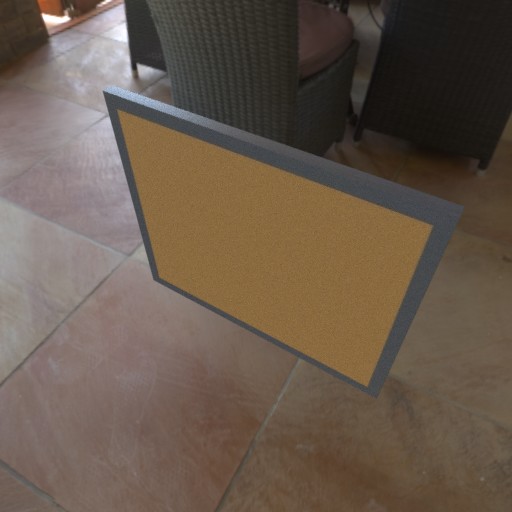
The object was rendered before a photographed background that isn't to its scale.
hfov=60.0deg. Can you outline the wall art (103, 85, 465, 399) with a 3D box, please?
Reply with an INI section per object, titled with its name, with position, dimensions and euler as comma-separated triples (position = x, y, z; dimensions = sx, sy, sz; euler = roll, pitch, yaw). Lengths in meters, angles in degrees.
[wall art]
position = 0.000, 0.000, 0.924
dimensions = 0.660, 0.558, 0.026
euler = 25, 52, 21
